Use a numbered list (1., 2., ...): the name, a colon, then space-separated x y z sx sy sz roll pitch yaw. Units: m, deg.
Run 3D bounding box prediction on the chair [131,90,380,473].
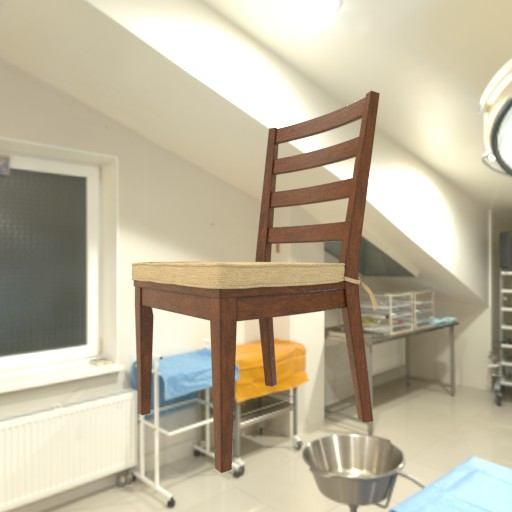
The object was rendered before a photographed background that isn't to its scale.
1. chair: 0.000 0.000 1.357 0.595 0.979 0.593 0 0 -37
